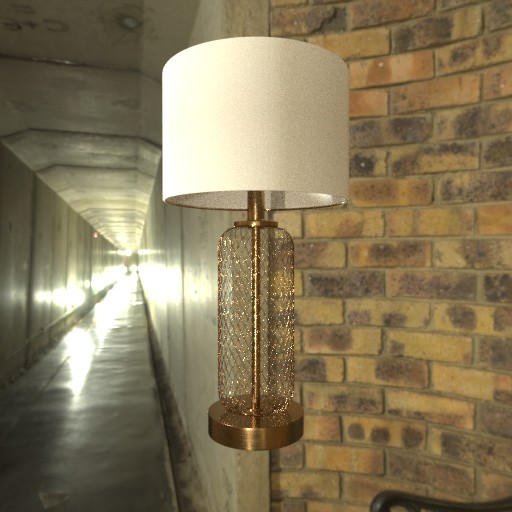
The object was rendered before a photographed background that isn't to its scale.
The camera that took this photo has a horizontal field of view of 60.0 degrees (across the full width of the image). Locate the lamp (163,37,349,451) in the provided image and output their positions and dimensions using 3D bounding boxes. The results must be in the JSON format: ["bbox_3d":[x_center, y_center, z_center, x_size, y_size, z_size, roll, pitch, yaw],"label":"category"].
[{"bbox_3d":[0.000,0.000,0.613,0.252,0.483,0.252,0,1,37],"label":"lamp"}]
